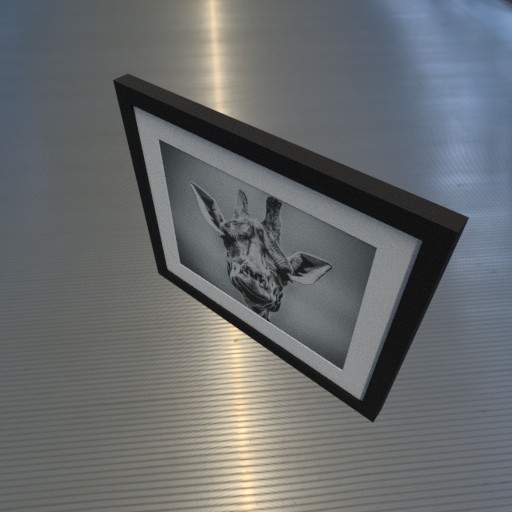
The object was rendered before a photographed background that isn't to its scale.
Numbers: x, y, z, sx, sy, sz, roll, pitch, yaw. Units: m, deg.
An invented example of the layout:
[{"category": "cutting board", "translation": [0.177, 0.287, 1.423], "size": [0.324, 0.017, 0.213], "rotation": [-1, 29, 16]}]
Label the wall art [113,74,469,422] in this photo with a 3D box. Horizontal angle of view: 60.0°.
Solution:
[{"category": "wall art", "translation": [0.000, 0.000, 0.748], "size": [0.558, 0.457, 0.031], "rotation": [30, 53, 26]}]
